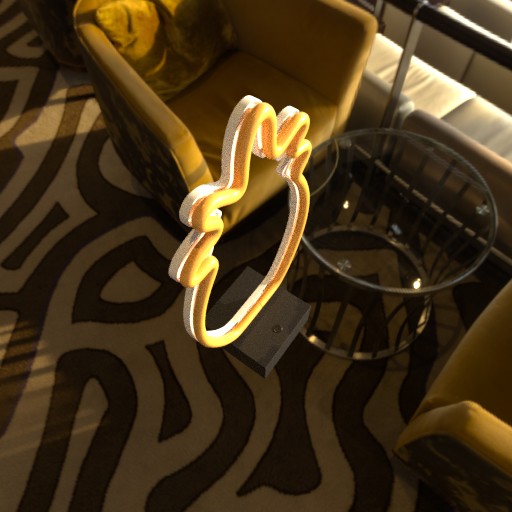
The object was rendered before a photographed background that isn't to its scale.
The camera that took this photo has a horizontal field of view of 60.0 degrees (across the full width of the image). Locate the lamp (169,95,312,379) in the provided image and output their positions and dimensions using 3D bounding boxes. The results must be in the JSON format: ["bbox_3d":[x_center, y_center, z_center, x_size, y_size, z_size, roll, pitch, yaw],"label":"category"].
[{"bbox_3d":[0.000,0.000,0.387,0.088,0.317,0.167,32,63,18],"label":"lamp"}]
